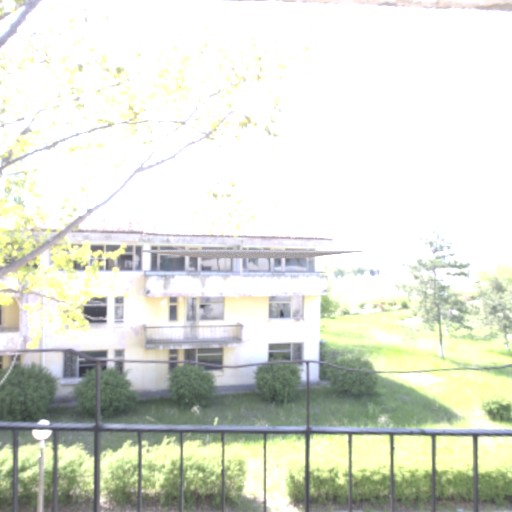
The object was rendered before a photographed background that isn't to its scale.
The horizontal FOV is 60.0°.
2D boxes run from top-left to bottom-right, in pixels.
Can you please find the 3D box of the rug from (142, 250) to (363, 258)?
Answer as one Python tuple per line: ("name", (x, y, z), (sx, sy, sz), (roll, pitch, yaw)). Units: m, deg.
("rug", (0.000, 0.000, 2.753), (0.770, 0.016, 2.442), (0, -1, 1))
